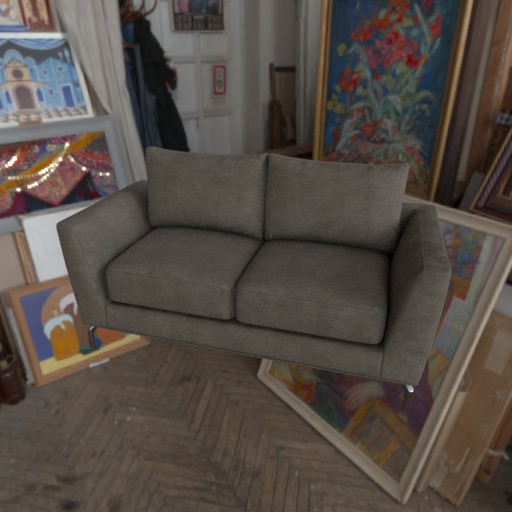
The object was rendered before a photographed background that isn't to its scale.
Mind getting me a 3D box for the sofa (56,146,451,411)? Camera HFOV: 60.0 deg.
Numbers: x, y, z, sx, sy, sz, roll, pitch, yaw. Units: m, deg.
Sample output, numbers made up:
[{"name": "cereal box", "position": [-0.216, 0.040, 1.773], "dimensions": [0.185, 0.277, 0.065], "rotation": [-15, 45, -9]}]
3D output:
[{"name": "sofa", "position": [0.000, 0.000, 2.407], "dimensions": [1.832, 1.013, 0.855], "rotation": [7, 26, 15]}]
